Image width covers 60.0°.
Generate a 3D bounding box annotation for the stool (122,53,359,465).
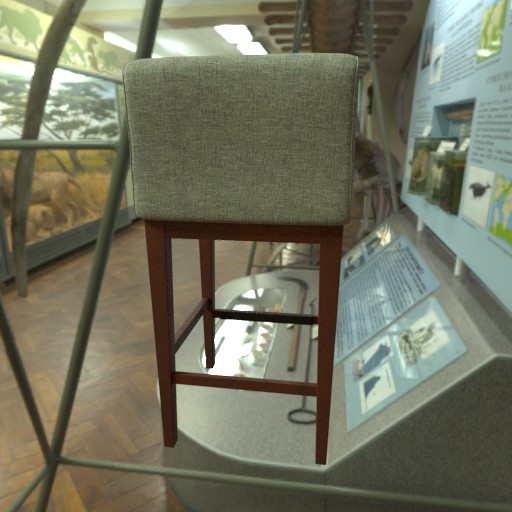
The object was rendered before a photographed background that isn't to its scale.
[{"bbox_3d":[0.000,0.000,1.066,0.417,0.835,0.459,2,16,9],"label":"stool"}]
